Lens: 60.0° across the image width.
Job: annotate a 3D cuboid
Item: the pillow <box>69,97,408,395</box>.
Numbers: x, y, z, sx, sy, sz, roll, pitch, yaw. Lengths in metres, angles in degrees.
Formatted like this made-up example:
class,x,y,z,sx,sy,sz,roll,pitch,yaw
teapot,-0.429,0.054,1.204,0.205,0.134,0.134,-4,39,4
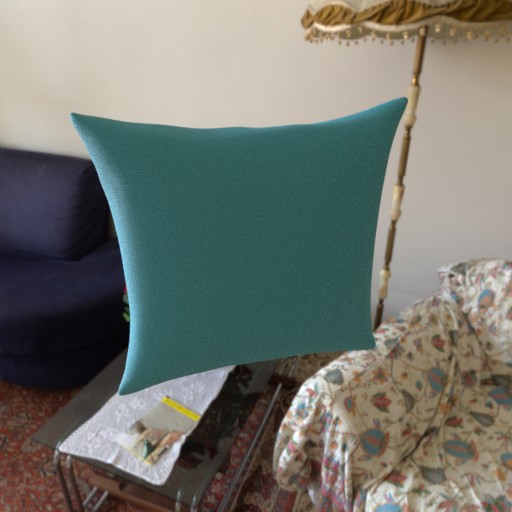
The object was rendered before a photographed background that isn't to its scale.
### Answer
class,x,y,z,sx,sy,sz,roll,pitch,yaw
pillow,0.000,0.000,0.754,0.514,0.497,0.150,-7,27,-14
